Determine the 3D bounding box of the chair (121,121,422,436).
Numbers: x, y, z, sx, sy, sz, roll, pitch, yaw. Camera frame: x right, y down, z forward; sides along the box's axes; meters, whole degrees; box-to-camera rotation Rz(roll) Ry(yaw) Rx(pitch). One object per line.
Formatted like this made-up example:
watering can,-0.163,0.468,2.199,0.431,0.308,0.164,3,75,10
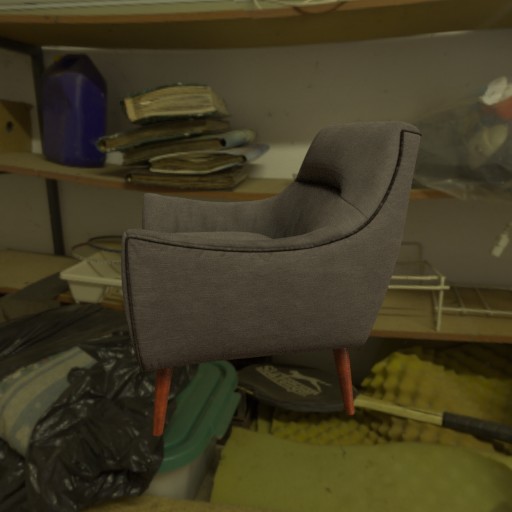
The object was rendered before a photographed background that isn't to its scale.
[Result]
chair,0.000,0.000,1.449,0.787,0.838,0.762,-3,15,-10
